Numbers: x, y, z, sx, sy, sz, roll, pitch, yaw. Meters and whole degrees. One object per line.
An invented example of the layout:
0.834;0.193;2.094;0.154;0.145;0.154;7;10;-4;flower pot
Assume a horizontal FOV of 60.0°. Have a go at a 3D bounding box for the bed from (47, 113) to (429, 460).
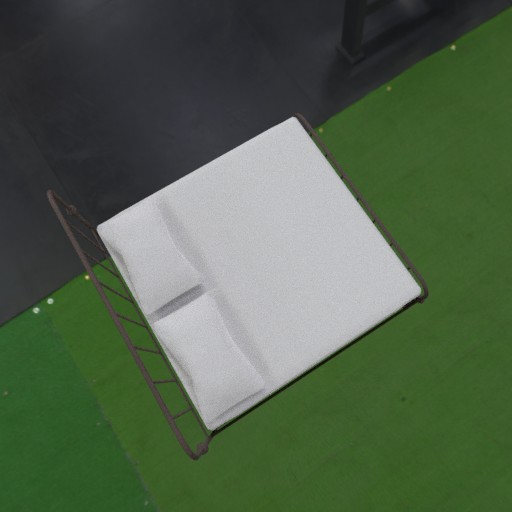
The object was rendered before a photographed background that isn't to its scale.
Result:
0.000;0.000;3.515;2.134;1.446;2.044;-31;77;-8;bed
